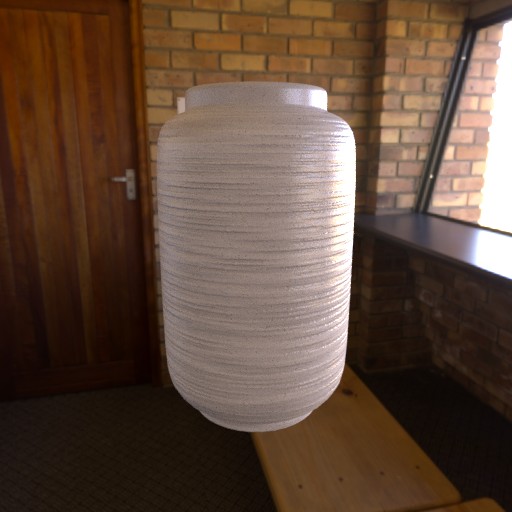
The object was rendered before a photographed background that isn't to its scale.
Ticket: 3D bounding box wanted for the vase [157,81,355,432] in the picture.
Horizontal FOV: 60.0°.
[{"bbox_3d":[0.000,0.000,0.478,0.202,0.335,0.202,0,14,0],"label":"vase"}]
